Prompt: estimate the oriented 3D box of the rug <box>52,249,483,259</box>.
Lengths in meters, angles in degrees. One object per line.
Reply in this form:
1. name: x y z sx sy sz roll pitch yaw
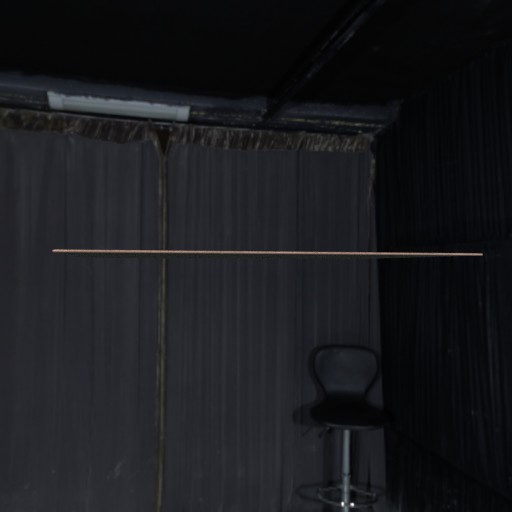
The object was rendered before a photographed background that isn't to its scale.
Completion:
1. rug: 0.000 0.000 2.958 2.286 0.011 1.524 0 -1 -17
